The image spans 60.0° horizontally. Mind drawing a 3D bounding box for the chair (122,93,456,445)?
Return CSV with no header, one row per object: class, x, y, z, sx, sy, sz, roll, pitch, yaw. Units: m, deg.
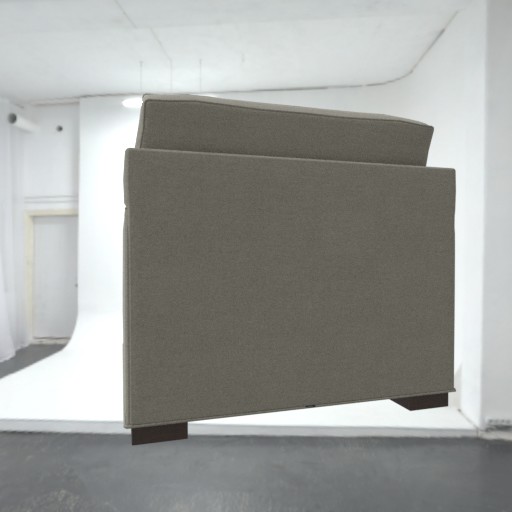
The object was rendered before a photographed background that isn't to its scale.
chair,0.000,0.000,1.726,0.999,0.934,1.044,0,1,-17
